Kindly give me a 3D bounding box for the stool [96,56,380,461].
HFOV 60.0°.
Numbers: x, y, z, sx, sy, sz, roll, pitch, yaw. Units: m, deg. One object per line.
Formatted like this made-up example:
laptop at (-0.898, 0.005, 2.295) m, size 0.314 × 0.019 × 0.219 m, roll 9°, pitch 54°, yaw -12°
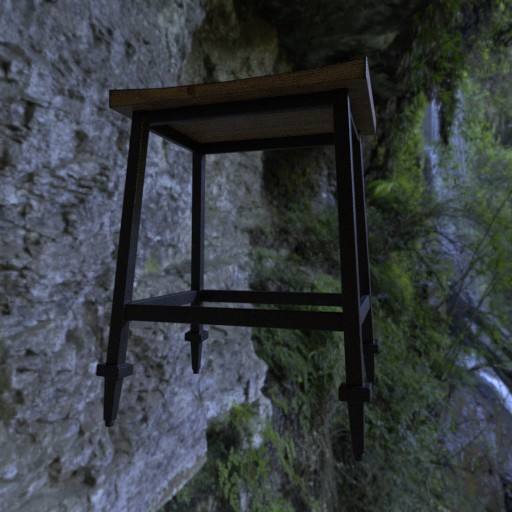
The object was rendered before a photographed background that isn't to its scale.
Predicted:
stool at (0.000, 0.000, 0.927) m, size 0.486 × 0.625 × 0.405 m, roll 0°, pitch 0°, yaw 17°
